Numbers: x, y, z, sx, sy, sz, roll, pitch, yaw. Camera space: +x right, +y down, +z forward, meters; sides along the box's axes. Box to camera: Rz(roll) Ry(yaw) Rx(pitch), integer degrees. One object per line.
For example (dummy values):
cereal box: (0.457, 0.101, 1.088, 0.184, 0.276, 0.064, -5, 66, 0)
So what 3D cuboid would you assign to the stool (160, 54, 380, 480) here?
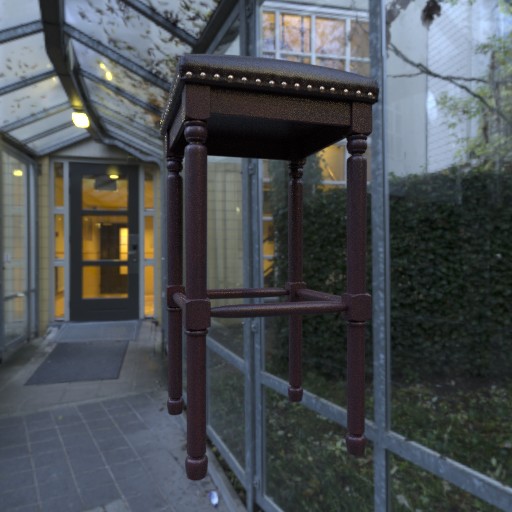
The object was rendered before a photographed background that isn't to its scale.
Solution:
stool: (0.000, 0.000, 0.971, 0.383, 0.768, 0.382, 0, 1, -17)
